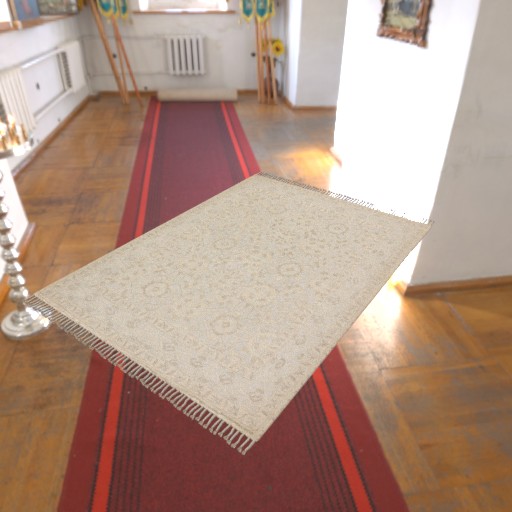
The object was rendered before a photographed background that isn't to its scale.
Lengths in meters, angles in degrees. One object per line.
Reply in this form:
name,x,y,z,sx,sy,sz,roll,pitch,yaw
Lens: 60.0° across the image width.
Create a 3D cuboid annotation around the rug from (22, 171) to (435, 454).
rug,0.000,0.000,2.214,1.223,0.015,1.771,22,39,30
